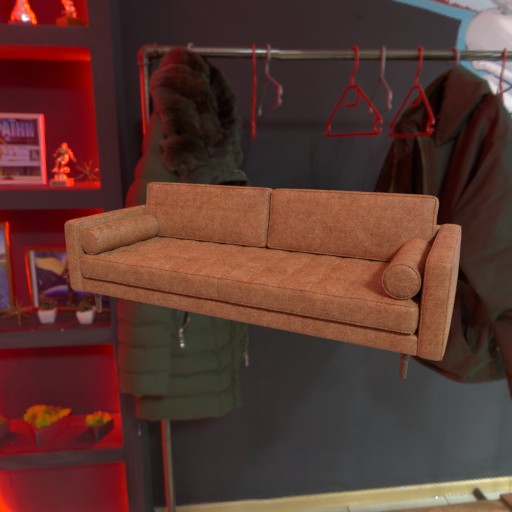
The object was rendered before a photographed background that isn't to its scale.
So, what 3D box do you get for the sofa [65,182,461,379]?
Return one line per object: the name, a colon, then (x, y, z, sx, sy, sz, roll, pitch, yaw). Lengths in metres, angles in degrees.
sofa: (0.000, 0.000, 2.648, 2.200, 0.770, 0.919, 7, 16, 25)
